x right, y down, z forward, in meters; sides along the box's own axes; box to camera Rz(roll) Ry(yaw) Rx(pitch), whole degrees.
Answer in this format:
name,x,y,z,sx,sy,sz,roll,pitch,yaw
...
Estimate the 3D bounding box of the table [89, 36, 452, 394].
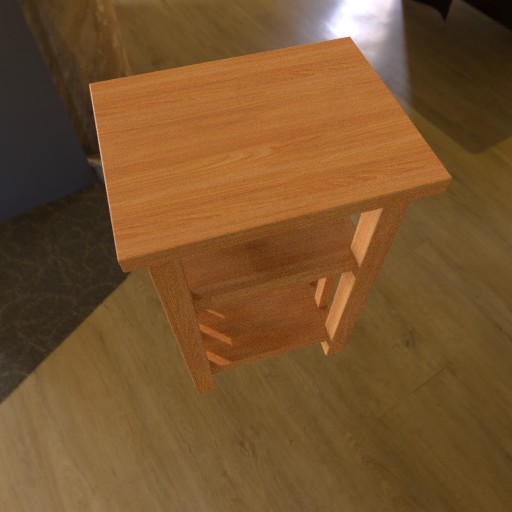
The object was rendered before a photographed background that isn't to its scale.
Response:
name,x,y,z,sx,sy,sz,roll,pitch,yaw
table,0.000,0.000,0.738,0.350,0.550,0.270,-14,59,-9
